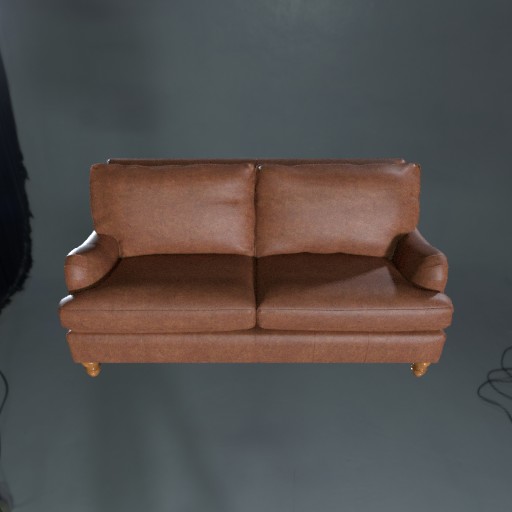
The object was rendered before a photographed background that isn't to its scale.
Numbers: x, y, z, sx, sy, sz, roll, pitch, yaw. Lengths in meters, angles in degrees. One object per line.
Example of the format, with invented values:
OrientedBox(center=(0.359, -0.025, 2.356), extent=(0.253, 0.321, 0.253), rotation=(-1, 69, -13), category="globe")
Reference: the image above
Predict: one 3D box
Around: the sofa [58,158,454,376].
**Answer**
OrientedBox(center=(0.000, 0.000, 2.802), extent=(2.144, 1.071, 1.147), rotation=(0, 30, 0), category="sofa")
